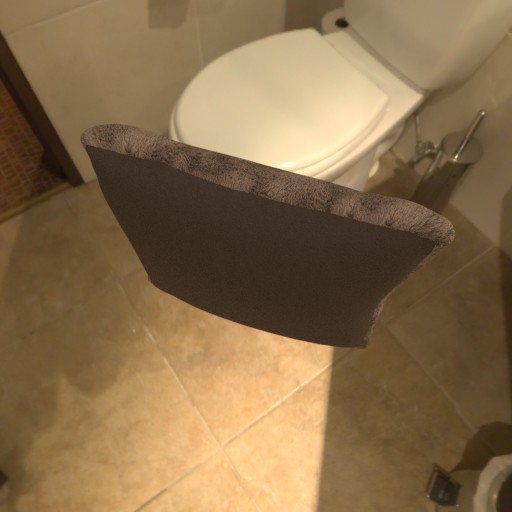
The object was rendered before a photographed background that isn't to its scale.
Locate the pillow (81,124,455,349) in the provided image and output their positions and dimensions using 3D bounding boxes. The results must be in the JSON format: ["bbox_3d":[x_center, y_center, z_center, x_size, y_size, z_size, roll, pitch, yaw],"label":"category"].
[{"bbox_3d":[0.000,0.000,0.798,0.522,0.520,0.204,16,64,8],"label":"pillow"}]
